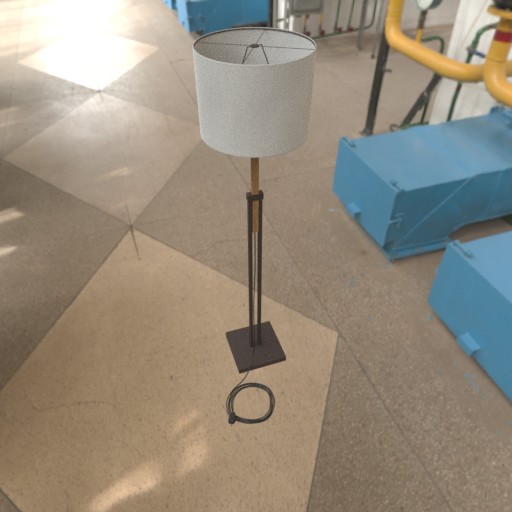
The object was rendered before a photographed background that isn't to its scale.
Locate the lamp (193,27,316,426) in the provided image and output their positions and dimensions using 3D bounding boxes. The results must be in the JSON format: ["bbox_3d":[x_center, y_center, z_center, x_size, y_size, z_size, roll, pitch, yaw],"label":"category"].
[{"bbox_3d":[0.000,0.000,1.916,0.474,1.650,0.639,-13,43,-14],"label":"lamp"}]
